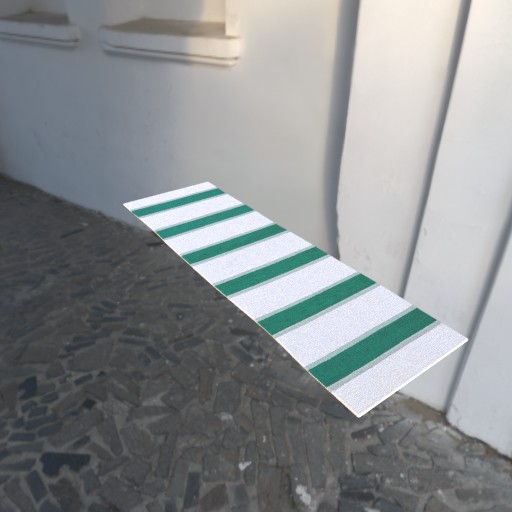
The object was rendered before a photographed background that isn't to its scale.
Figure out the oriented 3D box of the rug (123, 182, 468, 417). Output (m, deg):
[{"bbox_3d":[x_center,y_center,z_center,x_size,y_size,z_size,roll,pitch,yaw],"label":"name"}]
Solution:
[{"bbox_3d":[0.000,0.000,2.782,0.768,0.012,2.438,-21,37,-30],"label":"rug"}]
